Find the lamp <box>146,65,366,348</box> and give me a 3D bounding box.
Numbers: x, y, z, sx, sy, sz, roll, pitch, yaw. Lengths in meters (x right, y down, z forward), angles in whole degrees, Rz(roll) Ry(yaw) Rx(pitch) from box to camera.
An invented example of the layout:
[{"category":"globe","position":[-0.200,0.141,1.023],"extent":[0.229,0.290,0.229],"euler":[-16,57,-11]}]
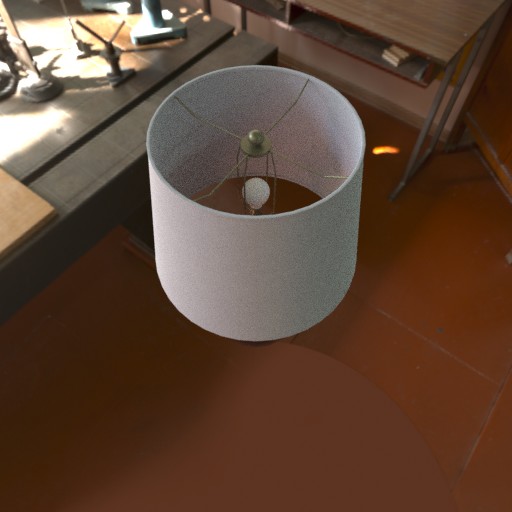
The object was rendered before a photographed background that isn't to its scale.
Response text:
[{"category":"lamp","position":[0.000,0.000,0.551],"extent":[0.239,0.399,0.239],"euler":[0,58,0]}]
